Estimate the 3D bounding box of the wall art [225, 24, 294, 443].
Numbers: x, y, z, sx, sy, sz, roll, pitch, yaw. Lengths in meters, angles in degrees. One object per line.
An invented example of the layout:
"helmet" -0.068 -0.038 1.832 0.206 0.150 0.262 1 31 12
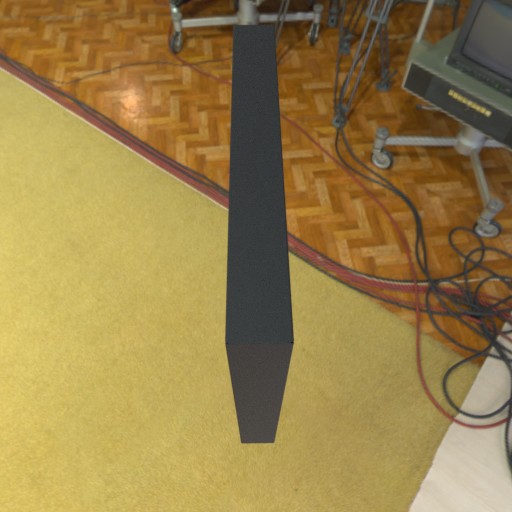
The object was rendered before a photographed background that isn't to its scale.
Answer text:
"wall art" 0.000 0.000 0.450 0.037 0.305 0.305 -1 58 0
